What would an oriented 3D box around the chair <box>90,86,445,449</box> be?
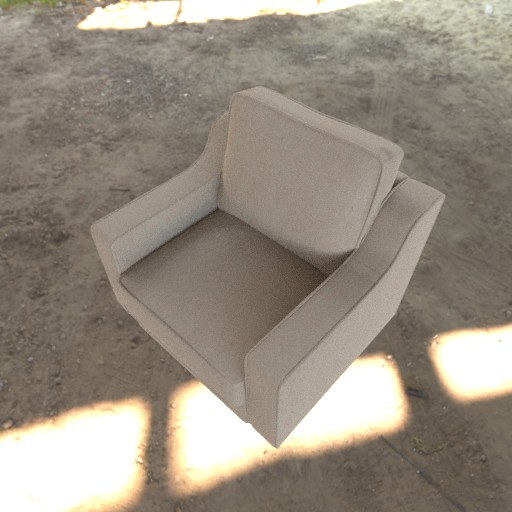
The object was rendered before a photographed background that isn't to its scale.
[{"bbox_3d":[0.000,0.000,1.680,0.922,0.948,0.882,34,55,28],"label":"chair"}]
